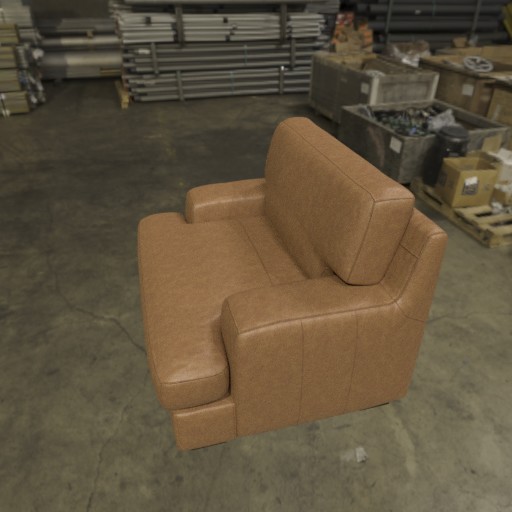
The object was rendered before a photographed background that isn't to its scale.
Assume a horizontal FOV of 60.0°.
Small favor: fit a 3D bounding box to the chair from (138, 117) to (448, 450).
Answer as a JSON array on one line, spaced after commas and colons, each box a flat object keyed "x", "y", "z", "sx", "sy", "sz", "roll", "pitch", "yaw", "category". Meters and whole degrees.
[{"x": 0.000, "y": 0.000, "z": 2.007, "sx": 1.050, "sy": 0.978, "sz": 1.276, "roll": -8, "pitch": 33, "yaw": -13, "category": "chair"}]
